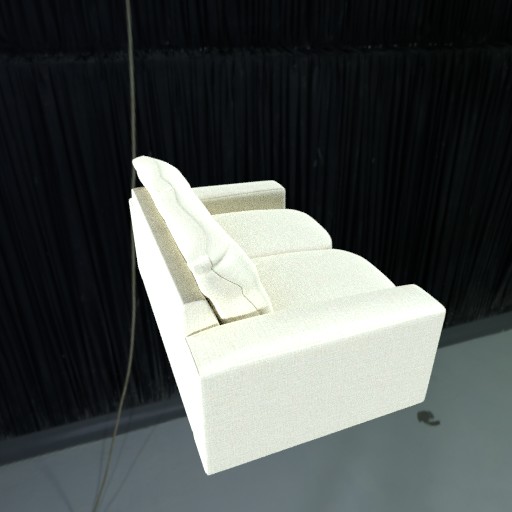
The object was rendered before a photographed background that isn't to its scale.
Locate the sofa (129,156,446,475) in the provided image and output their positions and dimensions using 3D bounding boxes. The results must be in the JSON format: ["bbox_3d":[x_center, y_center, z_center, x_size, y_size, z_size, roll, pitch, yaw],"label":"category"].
[{"bbox_3d":[0.000,0.000,2.378,1.091,0.875,1.754,-10,30,-19],"label":"sofa"}]
